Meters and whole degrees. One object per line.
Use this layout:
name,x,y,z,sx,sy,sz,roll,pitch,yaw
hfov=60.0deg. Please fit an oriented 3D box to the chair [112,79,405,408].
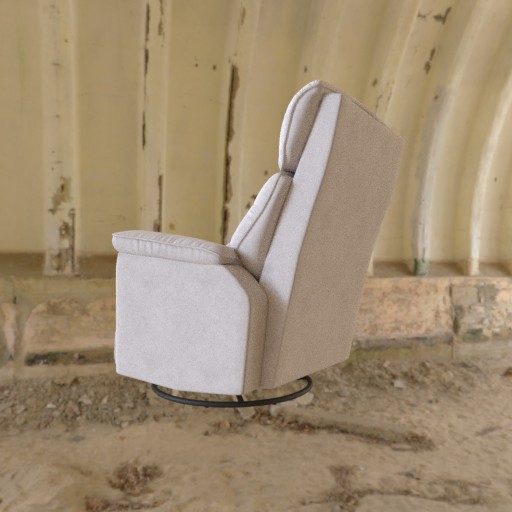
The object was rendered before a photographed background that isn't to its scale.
chair,0.000,0.000,1.745,1.001,1.039,0.820,-1,-2,36
